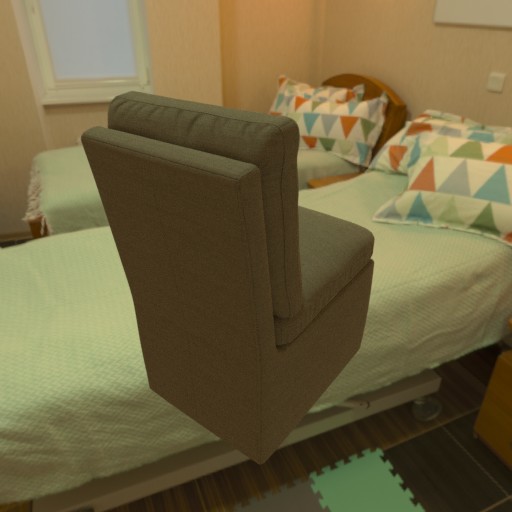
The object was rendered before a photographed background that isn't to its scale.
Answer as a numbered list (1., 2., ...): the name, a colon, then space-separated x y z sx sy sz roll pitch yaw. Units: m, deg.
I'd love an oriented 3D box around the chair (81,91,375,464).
1. chair: 0.000 0.000 1.300 0.503 0.927 0.698 21 36 32
